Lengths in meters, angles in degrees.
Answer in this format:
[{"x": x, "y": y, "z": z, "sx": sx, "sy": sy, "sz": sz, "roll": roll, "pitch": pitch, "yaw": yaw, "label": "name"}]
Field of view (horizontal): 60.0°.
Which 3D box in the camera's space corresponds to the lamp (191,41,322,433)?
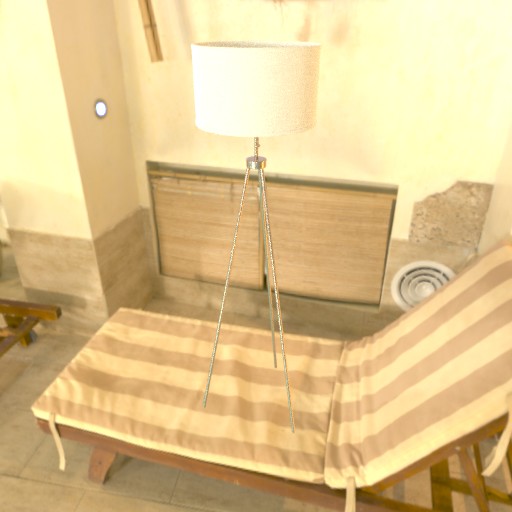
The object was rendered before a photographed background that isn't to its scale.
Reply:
[{"x": 0.000, "y": 0.000, "z": 1.783, "sx": 0.448, "sy": 1.545, "sz": 0.458, "roll": 8, "pitch": 29, "yaw": 14, "label": "lamp"}]
